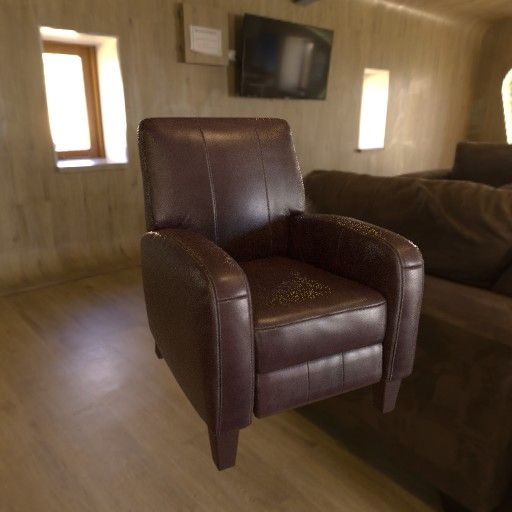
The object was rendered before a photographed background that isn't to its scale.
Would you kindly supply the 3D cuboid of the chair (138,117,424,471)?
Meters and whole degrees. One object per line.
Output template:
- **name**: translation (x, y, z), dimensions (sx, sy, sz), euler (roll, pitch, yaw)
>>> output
- **chair**: translation (0.000, 0.000, 1.648), dimensions (0.762, 0.990, 0.990), euler (-8, 19, -25)
